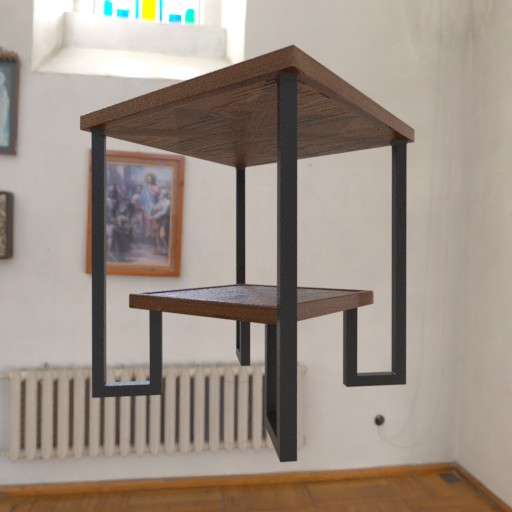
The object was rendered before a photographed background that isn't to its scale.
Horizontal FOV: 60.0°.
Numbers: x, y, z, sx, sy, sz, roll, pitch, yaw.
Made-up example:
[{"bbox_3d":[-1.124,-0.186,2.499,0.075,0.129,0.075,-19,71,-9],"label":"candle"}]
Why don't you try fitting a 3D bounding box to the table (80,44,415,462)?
[{"bbox_3d":[0.000,0.000,0.935,0.503,0.563,0.503,0,0,37],"label":"table"}]
